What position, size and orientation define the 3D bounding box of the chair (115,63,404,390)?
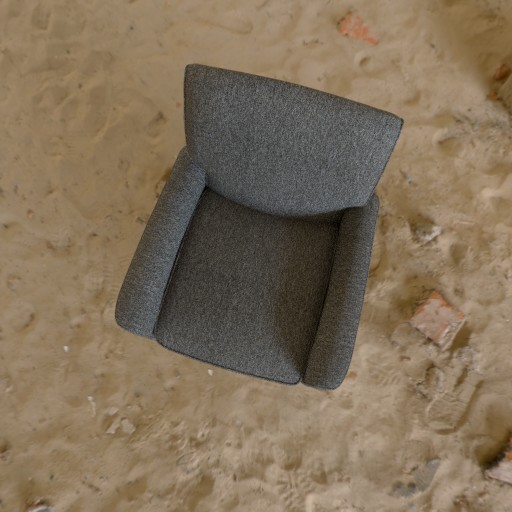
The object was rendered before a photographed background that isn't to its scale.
[{"bbox_3d":[0.000,0.000,1.677,0.848,1.014,0.864,16,77,4],"label":"chair"}]
